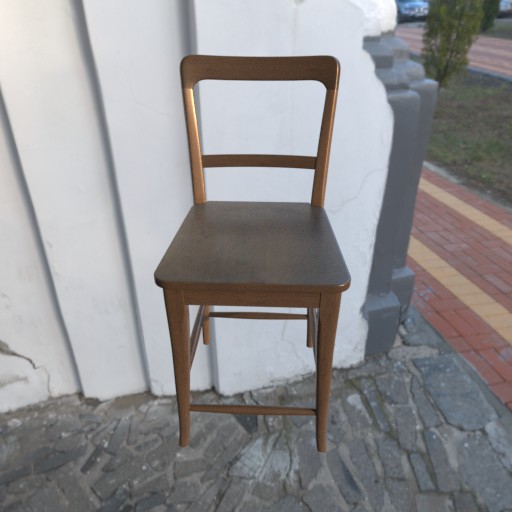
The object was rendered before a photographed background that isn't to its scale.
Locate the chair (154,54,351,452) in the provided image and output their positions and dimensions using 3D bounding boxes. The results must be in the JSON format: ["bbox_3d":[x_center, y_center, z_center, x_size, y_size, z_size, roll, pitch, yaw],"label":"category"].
[{"bbox_3d":[0.000,0.000,1.258,0.450,0.991,0.546,1,31,2],"label":"chair"}]
